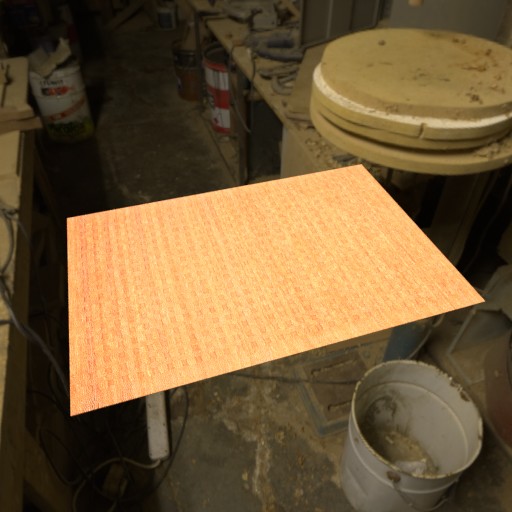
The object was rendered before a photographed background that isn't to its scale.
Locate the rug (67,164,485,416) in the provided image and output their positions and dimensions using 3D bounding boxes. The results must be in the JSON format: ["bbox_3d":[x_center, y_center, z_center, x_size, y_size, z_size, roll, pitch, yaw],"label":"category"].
[{"bbox_3d":[0.000,0.000,2.828,2.285,0.006,1.524,-12,45,-13],"label":"rug"}]
